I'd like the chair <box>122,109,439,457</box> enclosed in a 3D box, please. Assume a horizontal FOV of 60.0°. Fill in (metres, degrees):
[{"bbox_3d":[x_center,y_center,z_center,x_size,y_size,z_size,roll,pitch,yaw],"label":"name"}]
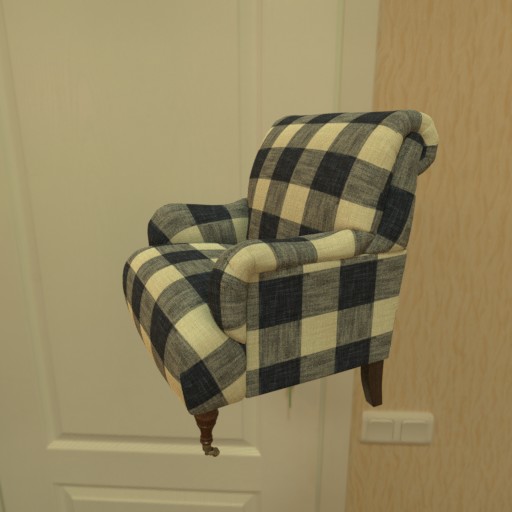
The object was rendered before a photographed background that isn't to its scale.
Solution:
[{"bbox_3d":[0.000,0.000,1.535,0.848,0.953,0.781,-8,18,-25],"label":"chair"}]
